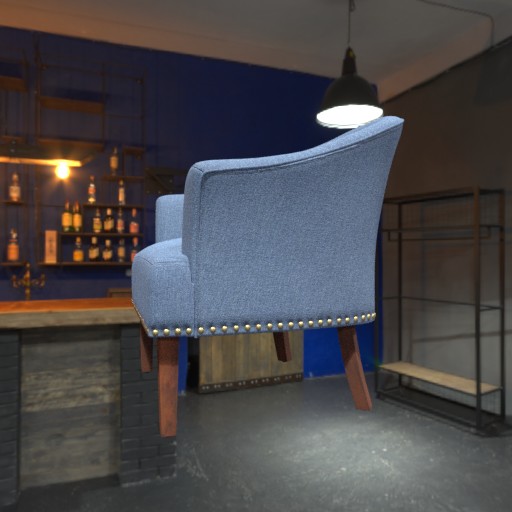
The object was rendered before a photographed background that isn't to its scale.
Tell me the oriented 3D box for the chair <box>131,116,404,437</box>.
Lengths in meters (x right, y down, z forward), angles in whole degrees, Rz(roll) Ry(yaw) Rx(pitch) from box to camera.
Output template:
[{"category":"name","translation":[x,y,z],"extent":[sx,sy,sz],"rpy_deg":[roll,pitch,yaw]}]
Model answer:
[{"category":"chair","translation":[0.000,0.000,1.355],"extent":[0.704,0.815,0.772],"rpy_deg":[0,1,-19]}]
